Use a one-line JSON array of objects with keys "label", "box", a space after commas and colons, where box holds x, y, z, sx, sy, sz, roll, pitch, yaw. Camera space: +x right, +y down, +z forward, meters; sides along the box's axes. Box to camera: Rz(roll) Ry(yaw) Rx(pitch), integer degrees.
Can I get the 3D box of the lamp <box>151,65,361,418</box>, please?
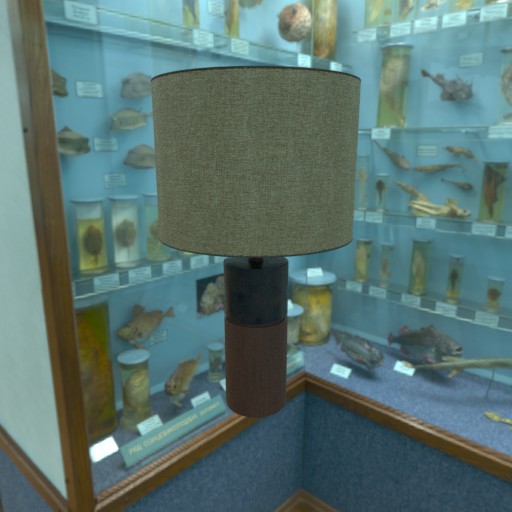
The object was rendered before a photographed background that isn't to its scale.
[{"label": "lamp", "box": [0.000, 0.000, 0.478, 0.202, 0.350, 0.202, 0, 14, 0]}]
